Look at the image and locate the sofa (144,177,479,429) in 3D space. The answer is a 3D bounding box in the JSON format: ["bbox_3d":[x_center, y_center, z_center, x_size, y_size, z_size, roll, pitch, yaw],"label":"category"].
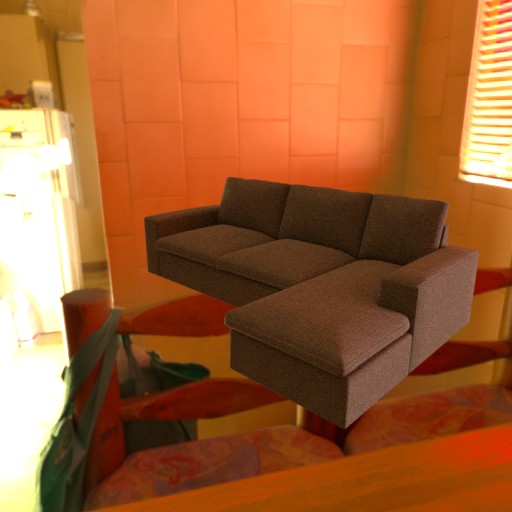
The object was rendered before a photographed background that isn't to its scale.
[{"bbox_3d":[0.000,0.000,3.450,2.718,0.940,1.689,15,22,42],"label":"sofa"}]
